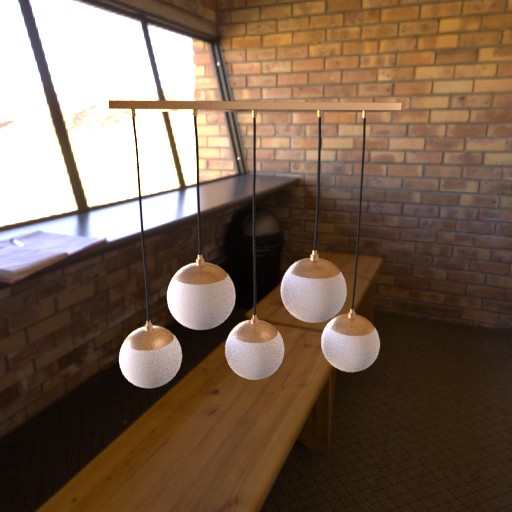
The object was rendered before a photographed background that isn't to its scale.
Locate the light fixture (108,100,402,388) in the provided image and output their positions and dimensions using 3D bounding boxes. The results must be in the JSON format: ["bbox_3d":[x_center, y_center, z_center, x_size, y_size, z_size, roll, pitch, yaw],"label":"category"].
[{"bbox_3d":[0.000,0.000,1.330,0.863,0.869,0.299,-2,16,-8],"label":"light fixture"}]
